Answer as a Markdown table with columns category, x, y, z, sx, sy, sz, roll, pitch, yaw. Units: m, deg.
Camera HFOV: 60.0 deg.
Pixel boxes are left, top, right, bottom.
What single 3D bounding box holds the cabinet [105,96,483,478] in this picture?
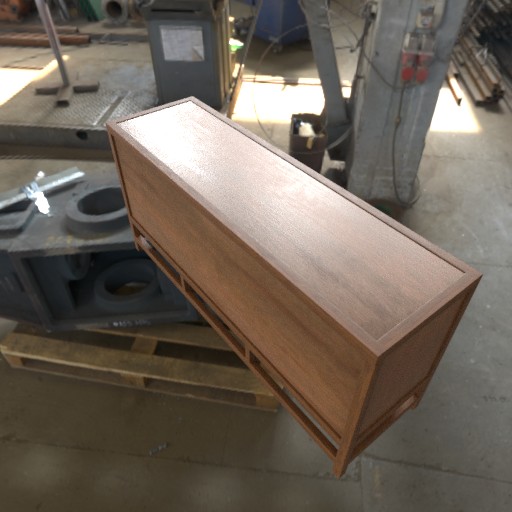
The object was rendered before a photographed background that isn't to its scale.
| category | x | y | z | sx | sy | sz | roll | pitch | yaw |
| --- | --- | --- | --- | --- | --- | --- | --- | --- | --- |
| cabinet | 0.000 | 0.000 | 2.055 | 0.522 | 0.820 | 1.708 | -28 | 50 | -27 |
